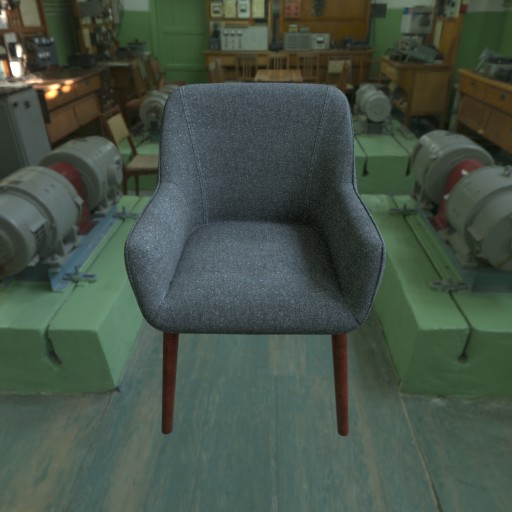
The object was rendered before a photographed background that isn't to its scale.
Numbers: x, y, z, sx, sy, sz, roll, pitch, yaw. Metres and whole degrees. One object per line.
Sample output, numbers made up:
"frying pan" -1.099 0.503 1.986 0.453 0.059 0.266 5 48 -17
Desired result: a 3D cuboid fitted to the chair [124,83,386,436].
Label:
"chair" 0.000 0.000 1.182 0.543 0.803 0.519 0 29 1
